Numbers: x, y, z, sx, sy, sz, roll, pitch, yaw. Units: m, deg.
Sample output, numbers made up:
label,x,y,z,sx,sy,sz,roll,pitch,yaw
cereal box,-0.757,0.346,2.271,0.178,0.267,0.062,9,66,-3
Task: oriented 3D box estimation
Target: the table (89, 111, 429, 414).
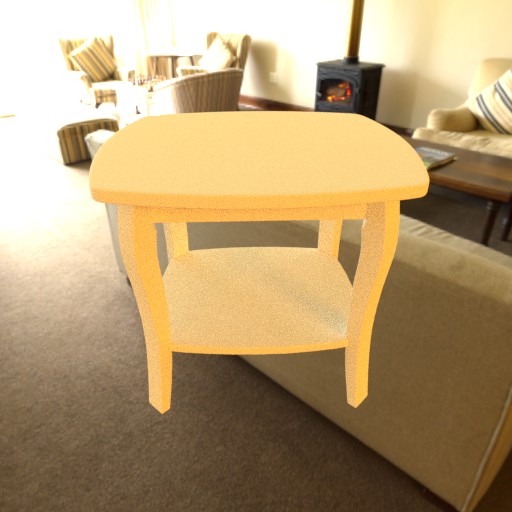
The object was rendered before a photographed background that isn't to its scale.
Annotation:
label,x,y,z,sx,sy,sz,roll,pitch,yaw
table,0.000,0.000,0.844,0.502,0.438,0.451,-1,31,-2
